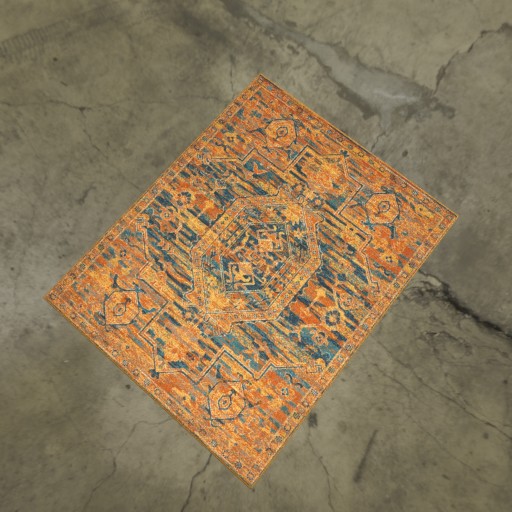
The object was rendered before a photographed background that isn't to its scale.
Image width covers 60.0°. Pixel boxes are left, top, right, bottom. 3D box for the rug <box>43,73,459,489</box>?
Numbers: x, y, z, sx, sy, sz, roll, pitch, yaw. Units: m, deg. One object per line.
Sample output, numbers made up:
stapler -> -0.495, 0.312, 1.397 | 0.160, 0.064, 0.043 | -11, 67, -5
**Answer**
rug -> 0.000, 0.000, 4.064 | 2.435, 0.031, 3.040 | 39, 79, 9
